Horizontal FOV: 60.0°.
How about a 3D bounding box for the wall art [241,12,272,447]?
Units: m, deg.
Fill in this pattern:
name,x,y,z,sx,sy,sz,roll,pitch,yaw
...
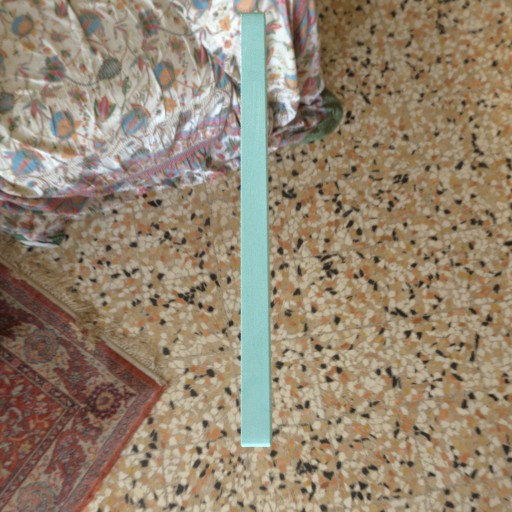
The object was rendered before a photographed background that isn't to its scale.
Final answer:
name,x,y,z,sx,sy,sz,roll,pitch,yaw
wall art,0.000,0.000,1.119,0.054,0.766,0.765,-1,77,0
